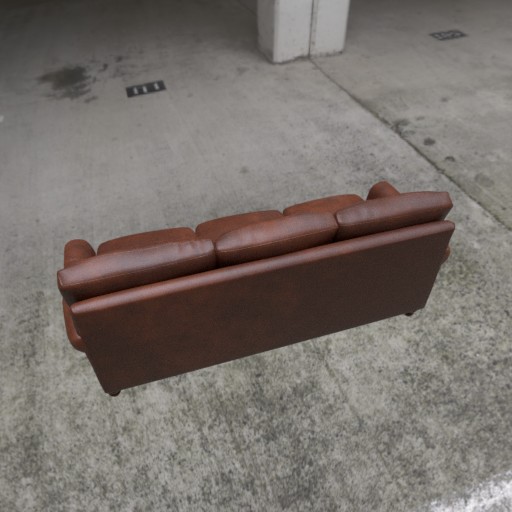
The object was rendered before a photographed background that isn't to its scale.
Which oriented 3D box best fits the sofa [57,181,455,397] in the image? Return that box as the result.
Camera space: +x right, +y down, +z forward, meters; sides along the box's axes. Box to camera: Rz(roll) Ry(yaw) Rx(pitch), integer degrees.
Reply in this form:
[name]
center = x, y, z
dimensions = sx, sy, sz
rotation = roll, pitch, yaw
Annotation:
[sofa]
center = 0.000, 0.000, 2.891
dimensions = 2.351, 0.977, 0.973
rotation = -12, 43, -13
